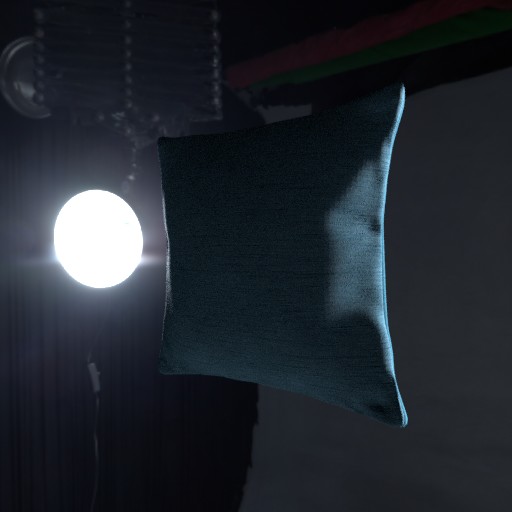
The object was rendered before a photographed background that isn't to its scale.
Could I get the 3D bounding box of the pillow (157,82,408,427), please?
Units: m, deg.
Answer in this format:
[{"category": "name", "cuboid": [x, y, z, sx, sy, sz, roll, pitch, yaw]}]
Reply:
[{"category": "pillow", "cuboid": [0.000, 0.000, 0.648, 0.433, 0.415, 0.151, 0, 0, 36]}]
